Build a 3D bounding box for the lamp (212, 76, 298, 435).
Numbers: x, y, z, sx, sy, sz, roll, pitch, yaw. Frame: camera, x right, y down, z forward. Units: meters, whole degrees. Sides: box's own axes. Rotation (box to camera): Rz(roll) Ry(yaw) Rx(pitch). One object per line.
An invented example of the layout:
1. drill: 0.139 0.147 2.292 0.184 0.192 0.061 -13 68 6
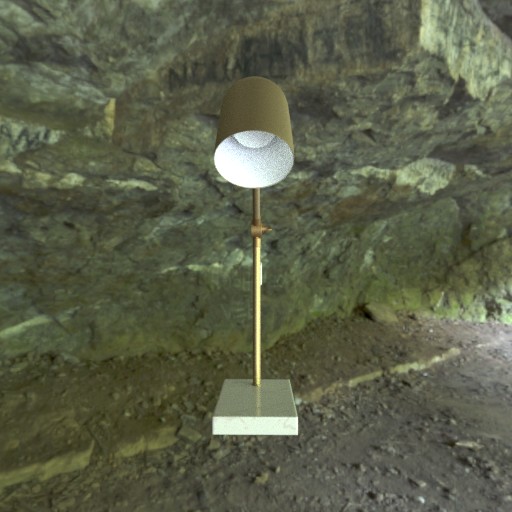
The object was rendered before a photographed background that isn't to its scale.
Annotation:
1. lamp: 0.000 0.000 0.852 0.144 0.603 0.471 0 -1 1
